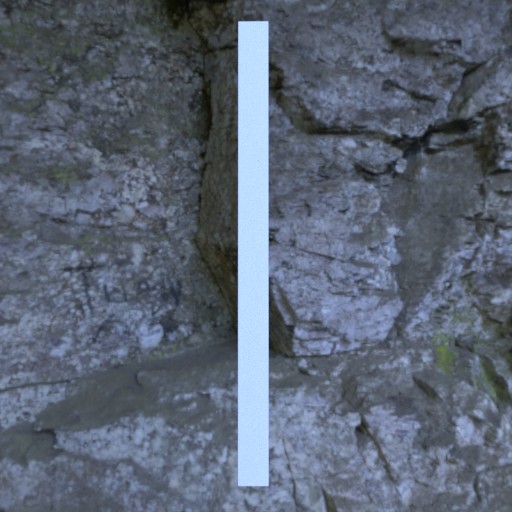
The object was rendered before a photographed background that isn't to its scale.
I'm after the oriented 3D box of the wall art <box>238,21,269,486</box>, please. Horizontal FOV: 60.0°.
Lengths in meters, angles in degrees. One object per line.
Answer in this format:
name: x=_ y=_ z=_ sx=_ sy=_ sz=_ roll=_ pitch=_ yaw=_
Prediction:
wall art: x=0.000 y=0.000 z=0.446 sx=0.020 sy=0.307 sz=0.307 roll=0 pitch=-1 yaw=1
